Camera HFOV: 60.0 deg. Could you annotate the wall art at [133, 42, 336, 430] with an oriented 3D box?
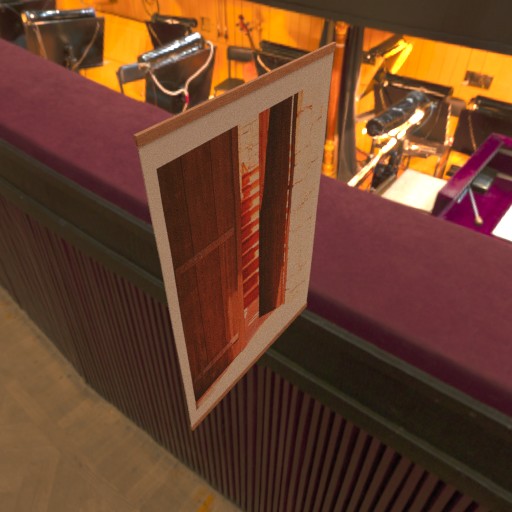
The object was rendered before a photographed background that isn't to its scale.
[{"bbox_3d":[0.000,0.000,1.937,0.019,1.527,1.019,27,48,27],"label":"wall art"}]
